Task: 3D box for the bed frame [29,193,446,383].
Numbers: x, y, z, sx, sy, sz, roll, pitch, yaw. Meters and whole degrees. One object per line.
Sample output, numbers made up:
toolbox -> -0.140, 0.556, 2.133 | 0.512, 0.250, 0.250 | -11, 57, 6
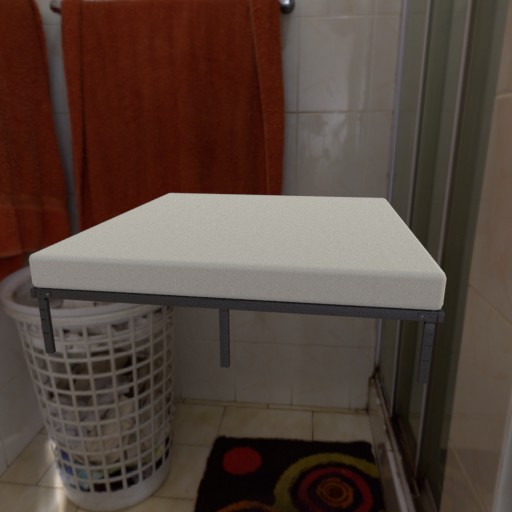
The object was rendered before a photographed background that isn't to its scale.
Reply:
bed frame -> 0.000, 0.000, 3.909 | 2.526, 0.680, 2.635 | 2, 17, 8
